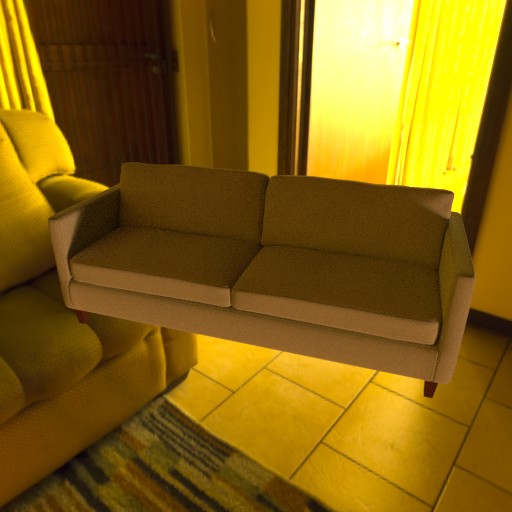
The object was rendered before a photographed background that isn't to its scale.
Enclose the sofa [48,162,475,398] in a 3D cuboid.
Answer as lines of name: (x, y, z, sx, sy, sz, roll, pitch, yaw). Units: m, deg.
sofa: (0.000, 0.000, 2.858, 2.434, 0.965, 0.948, 8, 27, 16)
